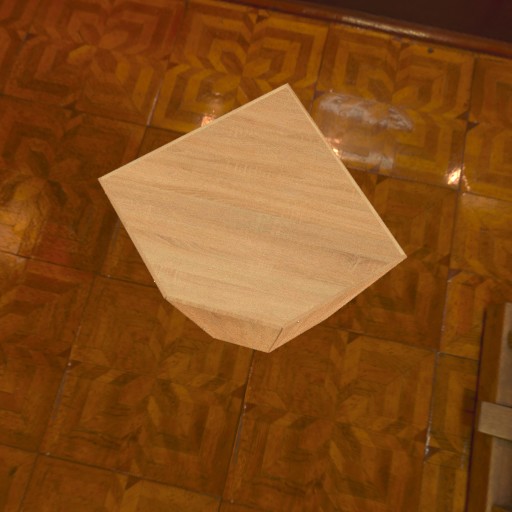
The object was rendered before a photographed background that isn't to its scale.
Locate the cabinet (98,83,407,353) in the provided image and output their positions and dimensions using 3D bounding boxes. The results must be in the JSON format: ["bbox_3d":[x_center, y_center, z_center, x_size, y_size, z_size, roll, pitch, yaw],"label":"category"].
[{"bbox_3d":[0.000,0.000,2.889,1.327,2.120,1.094,15,76,4],"label":"cabinet"}]
